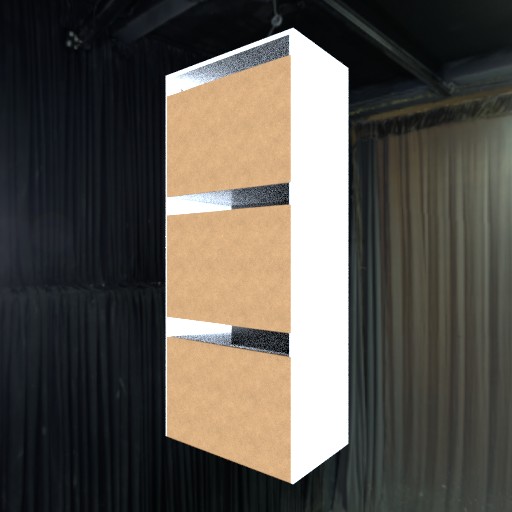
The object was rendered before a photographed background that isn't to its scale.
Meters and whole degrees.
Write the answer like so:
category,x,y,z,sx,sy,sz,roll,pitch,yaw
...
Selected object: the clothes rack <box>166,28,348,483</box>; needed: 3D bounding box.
category,x,y,z,sx,sy,sz,roll,pitch,yaw
clothes rack,0.000,0.000,1.436,0.500,1.187,0.330,0,0,38
